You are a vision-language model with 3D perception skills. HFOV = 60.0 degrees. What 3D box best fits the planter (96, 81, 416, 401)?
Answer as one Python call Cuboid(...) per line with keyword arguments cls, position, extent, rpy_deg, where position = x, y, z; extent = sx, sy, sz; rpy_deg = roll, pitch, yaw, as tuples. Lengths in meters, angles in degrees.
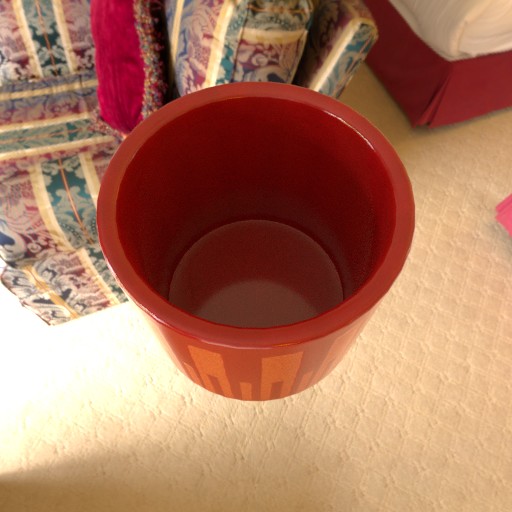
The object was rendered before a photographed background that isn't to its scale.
Cuboid(cls="planter", position=(0.000, 0.000, 0.408), extent=(0.230, 0.202, 0.230), rpy_deg=(0, 63, 0))
